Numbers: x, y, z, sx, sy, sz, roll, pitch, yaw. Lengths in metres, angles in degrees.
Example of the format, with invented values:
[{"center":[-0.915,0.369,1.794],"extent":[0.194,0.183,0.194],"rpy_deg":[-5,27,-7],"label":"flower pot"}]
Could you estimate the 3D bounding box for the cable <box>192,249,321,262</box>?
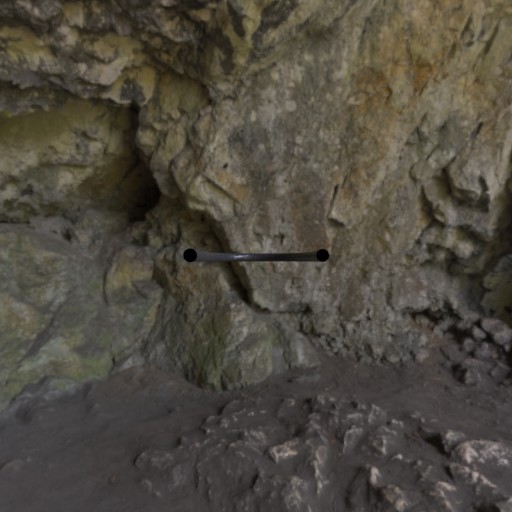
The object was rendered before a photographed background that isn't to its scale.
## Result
[{"center":[0.000,0.000,0.113],"extent":[0.041,0.005,0.098],"rpy_deg":[0,-1,1],"label":"cable"}]
